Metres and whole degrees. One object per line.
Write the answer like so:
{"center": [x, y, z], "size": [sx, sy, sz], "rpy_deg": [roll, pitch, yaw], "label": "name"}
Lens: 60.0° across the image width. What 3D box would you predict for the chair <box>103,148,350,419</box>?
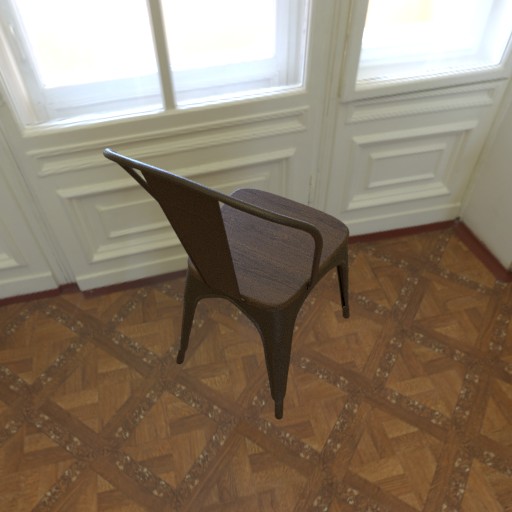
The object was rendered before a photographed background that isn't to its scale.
{"center": [0.000, 0.000, 1.153], "size": [0.451, 0.844, 0.532], "rpy_deg": [23, 51, 20], "label": "chair"}
